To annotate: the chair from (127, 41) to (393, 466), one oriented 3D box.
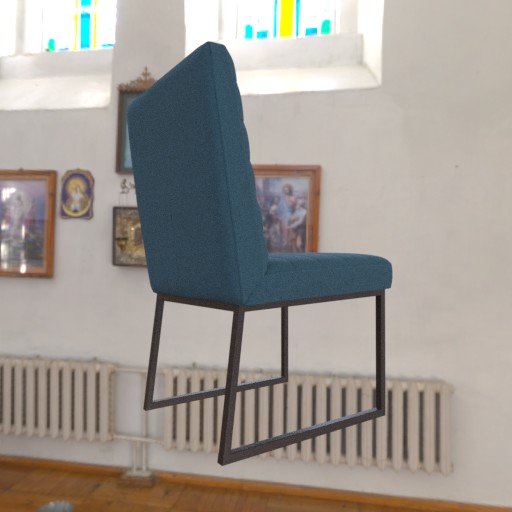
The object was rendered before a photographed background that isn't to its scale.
[{"bbox_3d":[0.000,0.000,1.312,0.634,0.930,0.520,1,-1,-36],"label":"chair"}]
